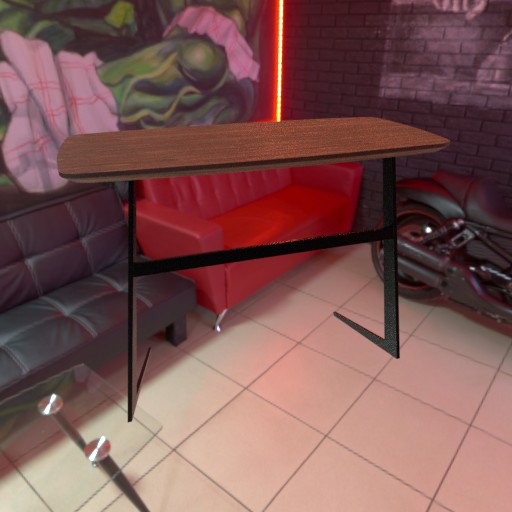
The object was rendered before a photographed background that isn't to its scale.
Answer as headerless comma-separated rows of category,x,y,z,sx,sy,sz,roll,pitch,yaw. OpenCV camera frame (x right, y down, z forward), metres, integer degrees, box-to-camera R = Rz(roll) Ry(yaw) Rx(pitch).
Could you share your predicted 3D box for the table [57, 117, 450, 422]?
table,0.000,0.000,1.096,0.804,0.576,0.361,-8,28,-16
